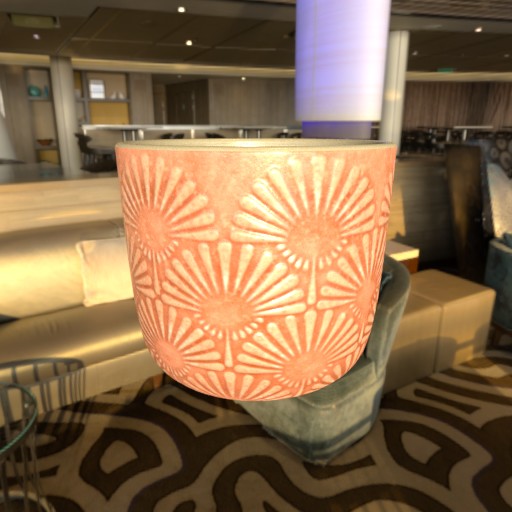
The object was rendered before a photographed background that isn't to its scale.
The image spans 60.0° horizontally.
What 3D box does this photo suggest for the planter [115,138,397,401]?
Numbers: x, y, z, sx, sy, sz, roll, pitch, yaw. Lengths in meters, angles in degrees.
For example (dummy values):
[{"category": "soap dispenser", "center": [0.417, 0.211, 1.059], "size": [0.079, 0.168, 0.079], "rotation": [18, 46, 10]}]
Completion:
[{"category": "planter", "center": [0.000, 0.000, 0.218], "size": [0.124, 0.109, 0.124], "rotation": [0, 16, 0]}]
